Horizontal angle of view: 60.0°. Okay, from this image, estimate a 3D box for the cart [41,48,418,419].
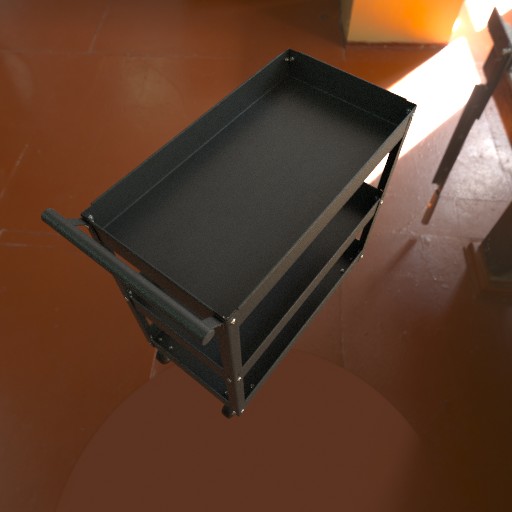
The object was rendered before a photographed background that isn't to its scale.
[{"bbox_3d":[0.000,0.000,1.163,0.366,0.780,0.719,33,63,20],"label":"cart"}]
